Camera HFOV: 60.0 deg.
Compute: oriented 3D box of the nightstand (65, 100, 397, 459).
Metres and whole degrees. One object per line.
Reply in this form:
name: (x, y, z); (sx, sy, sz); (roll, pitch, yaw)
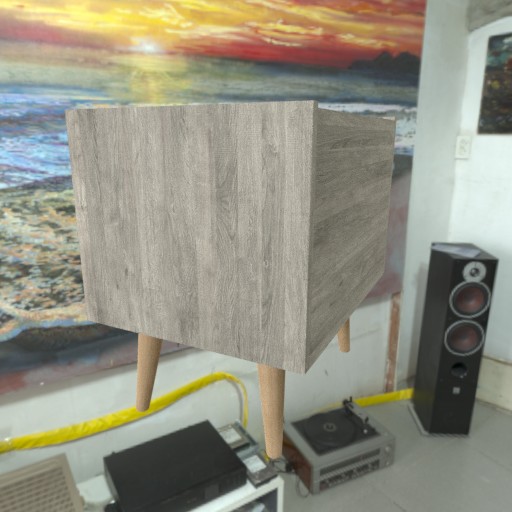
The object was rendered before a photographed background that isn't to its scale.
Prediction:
nightstand: (0.000, 0.000, 0.819); (0.380, 0.500, 0.480); (8, 17, 26)
